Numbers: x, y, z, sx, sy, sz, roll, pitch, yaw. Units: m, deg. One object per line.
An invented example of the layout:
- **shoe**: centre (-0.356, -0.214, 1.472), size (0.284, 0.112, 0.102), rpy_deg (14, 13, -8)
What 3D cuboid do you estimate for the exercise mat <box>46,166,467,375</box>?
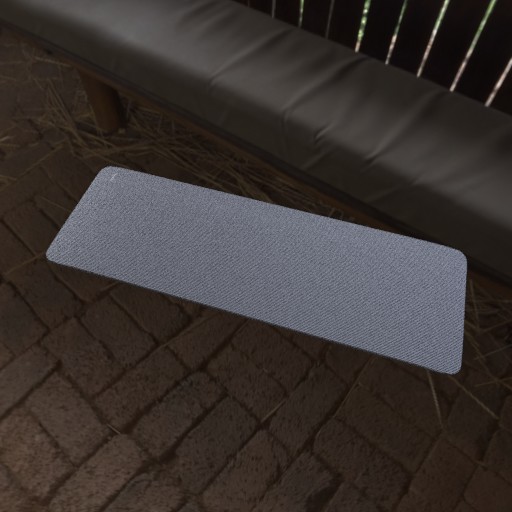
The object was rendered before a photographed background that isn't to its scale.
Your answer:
- **exercise mat**: centre (0.000, 0.000, 2.057), size (1.884, 0.021, 0.616), rpy_deg (15, 60, 9)
